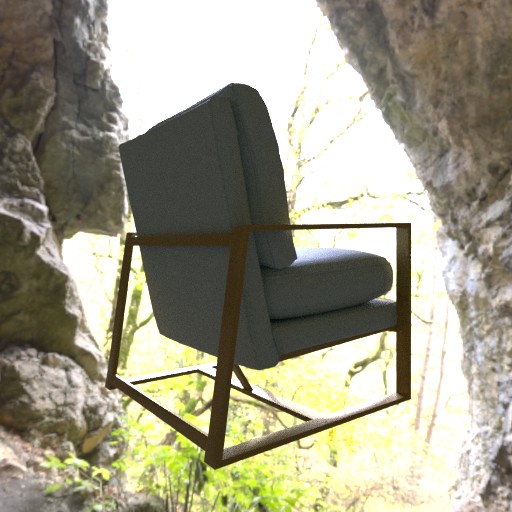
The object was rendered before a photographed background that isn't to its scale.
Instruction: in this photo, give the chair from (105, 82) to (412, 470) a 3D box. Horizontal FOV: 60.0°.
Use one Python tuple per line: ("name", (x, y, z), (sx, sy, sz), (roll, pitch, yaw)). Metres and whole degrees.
("chair", (0.000, 0.000, 1.550), (0.813, 0.956, 0.758), (-1, 2, -37))
